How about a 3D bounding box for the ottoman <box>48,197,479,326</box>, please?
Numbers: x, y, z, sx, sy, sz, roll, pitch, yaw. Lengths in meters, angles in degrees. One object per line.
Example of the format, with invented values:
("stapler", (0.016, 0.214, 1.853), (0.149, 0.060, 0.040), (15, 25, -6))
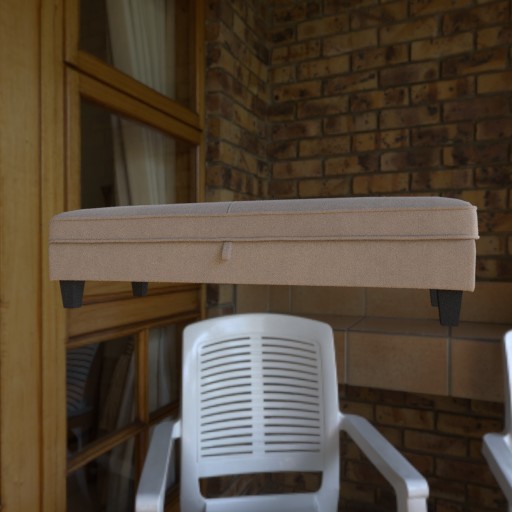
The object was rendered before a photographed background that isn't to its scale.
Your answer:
("ottoman", (0.000, 0.000, 1.986), (1.726, 0.460, 0.735), (0, 0, 18))
